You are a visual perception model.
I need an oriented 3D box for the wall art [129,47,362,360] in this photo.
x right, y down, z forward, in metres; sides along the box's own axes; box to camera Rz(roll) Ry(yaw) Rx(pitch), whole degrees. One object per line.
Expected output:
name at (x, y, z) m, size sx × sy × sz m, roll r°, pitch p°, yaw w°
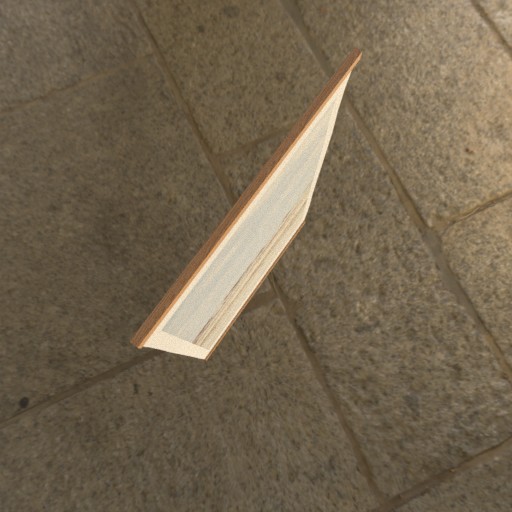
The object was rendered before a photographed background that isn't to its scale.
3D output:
wall art at (0.000, 0.000, 1.895) m, size 0.025 × 1.521 × 1.011 m, roll 34°, pitch 78°, yaw 8°
